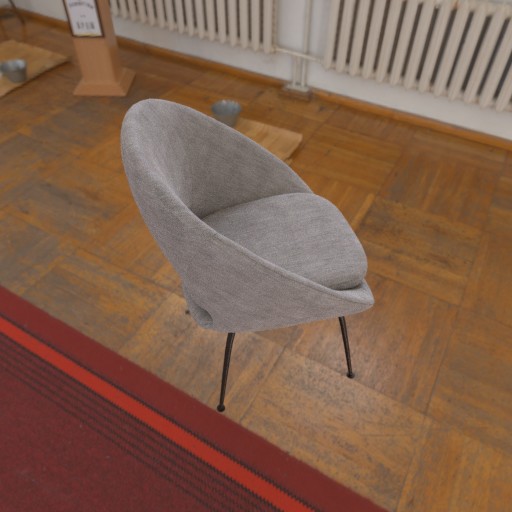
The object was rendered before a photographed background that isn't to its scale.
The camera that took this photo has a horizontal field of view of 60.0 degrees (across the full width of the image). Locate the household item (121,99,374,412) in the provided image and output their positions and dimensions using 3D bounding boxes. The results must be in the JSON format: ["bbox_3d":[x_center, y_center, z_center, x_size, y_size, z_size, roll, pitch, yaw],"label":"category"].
[{"bbox_3d":[0.000,0.000,1.260,0.587,0.869,0.643,-11,46,-11],"label":"household item"}]
